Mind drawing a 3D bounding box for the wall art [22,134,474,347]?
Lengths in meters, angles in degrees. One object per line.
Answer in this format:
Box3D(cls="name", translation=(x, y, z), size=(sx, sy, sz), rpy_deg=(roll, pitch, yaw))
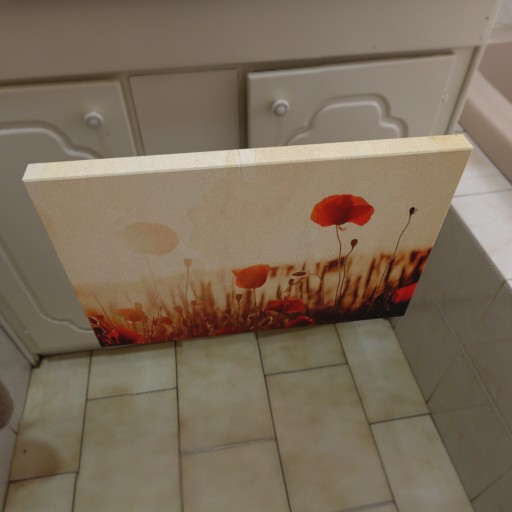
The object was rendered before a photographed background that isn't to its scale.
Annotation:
Box3D(cls="wall art", translation=(0.000, 0.000, 0.755), size=(0.613, 0.402, 0.040), rpy_deg=(-5, 47, -5))
